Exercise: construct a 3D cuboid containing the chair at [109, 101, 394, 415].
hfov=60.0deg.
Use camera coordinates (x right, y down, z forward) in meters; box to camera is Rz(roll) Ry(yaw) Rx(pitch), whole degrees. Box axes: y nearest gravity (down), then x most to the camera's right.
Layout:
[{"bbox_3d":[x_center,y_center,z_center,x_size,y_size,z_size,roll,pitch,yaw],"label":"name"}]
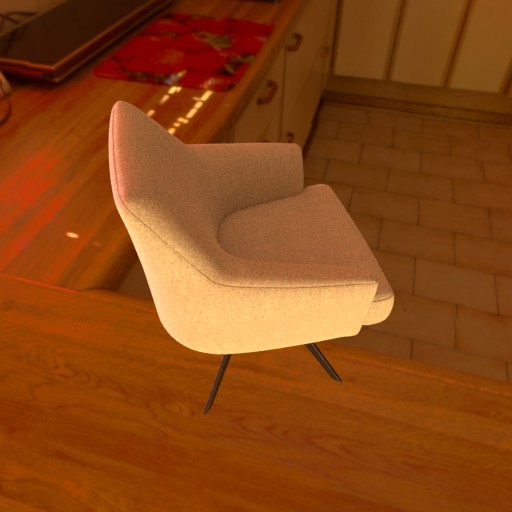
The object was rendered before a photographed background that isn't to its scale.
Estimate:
[{"bbox_3d":[0.000,0.000,1.333,0.677,0.874,0.642,-10,47,-10],"label":"chair"}]
